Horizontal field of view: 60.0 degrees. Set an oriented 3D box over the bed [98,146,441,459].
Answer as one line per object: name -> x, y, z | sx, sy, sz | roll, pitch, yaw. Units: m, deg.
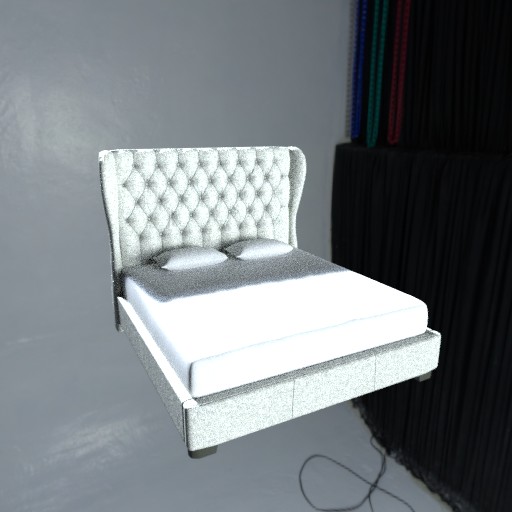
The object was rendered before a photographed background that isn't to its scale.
bed -> 0.000, 0.000, 3.897 | 2.219, 1.771, 2.347 | -8, 18, -26
